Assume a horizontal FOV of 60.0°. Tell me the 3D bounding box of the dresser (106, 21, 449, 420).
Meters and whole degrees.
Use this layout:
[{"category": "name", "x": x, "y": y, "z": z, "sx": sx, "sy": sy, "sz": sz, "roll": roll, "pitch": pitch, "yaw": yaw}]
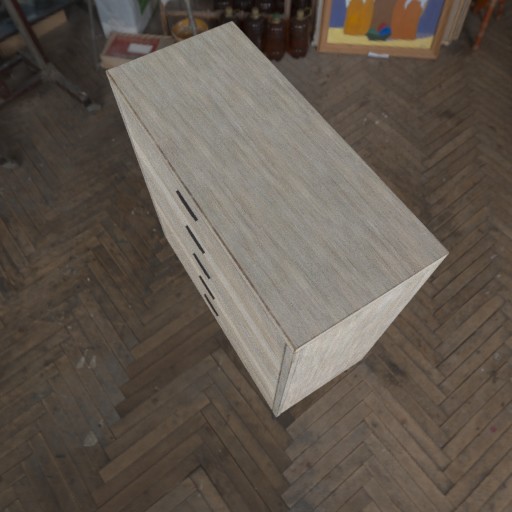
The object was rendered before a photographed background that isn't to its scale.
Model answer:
[{"category": "dresser", "x": 0.000, "y": 0.000, "z": 1.736, "sx": 0.457, "sy": 1.219, "sz": 1.016, "roll": -29, "pitch": 66, "yaw": -14}]
